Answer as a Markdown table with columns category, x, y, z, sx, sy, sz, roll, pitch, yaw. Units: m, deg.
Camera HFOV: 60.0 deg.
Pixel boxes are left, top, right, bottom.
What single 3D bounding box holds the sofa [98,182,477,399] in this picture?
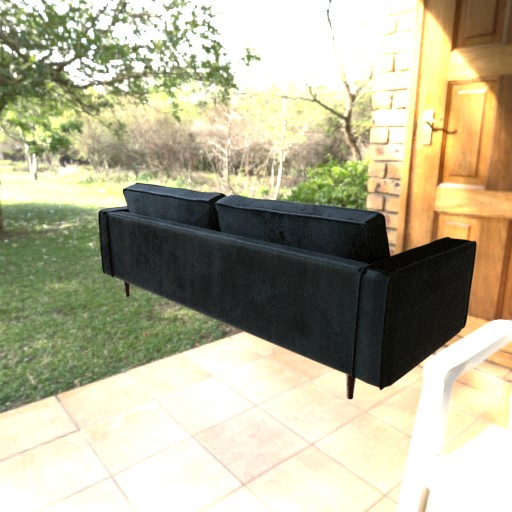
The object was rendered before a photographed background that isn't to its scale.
| category | x | y | z | sx | sy | sz | roll | pitch | yaw |
| --- | --- | --- | --- | --- | --- | --- | --- | --- | --- |
| sofa | 0.000 | 0.000 | 2.632 | 2.214 | 0.781 | 0.886 | 14 | 20 | 43 |
